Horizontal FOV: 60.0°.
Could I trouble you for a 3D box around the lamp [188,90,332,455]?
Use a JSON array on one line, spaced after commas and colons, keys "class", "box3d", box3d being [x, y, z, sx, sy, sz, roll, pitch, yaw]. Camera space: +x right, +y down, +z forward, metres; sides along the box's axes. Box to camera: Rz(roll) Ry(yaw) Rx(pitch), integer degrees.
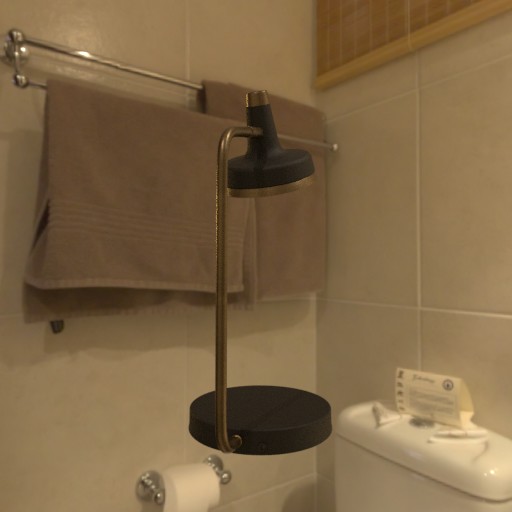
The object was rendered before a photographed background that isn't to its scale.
[{"class": "lamp", "box3d": [0.000, 0.000, 0.492, 0.162, 0.385, 0.218, 0, -1, 17]}]
